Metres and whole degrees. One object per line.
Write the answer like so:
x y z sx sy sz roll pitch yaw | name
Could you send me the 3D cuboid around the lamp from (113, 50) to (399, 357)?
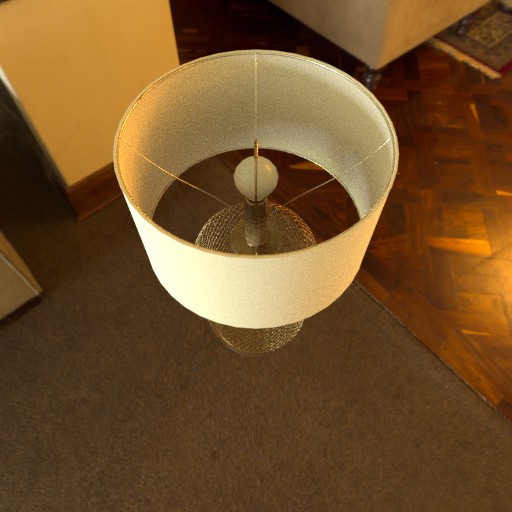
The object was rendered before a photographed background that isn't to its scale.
0.000 0.000 0.801 0.353 0.578 0.353 0 59 0 | lamp
